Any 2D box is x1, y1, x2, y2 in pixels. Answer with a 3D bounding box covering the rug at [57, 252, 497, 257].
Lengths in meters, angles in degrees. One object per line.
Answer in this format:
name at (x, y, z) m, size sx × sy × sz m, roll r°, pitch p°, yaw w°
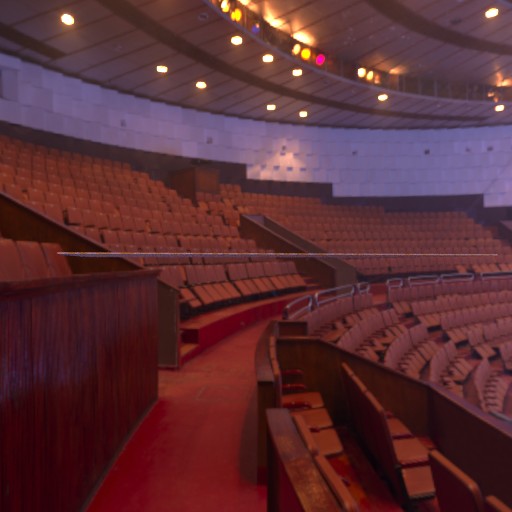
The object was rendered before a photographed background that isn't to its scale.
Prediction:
rug at (0.000, 0.000, 4.021) m, size 3.037 × 0.011 × 2.433 m, roll 0°, pitch 0°, yaw -17°
